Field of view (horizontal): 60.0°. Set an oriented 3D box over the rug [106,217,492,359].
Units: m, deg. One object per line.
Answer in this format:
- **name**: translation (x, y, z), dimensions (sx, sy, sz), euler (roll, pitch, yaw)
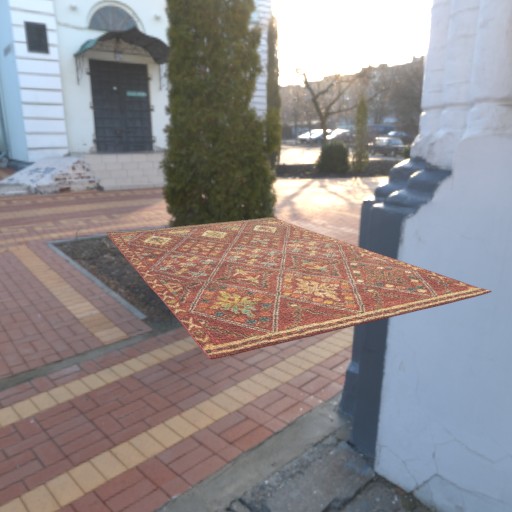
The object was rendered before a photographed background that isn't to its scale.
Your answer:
- **rug**: translation (0.000, 0.000, 2.882), dimensions (1.521, 0.026, 2.286), euler (-8, 17, -26)
